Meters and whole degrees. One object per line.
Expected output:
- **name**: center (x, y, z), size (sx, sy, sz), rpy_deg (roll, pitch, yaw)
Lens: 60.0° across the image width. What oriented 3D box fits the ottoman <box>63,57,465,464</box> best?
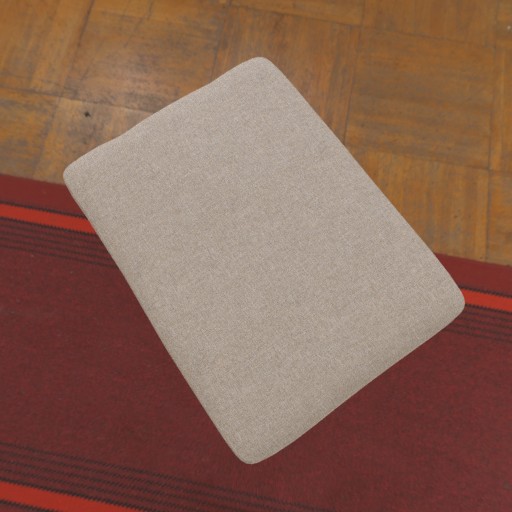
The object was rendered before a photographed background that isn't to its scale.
- **ottoman**: center (0.000, 0.000, 1.310), size (0.677, 0.519, 0.898), rpy_deg (-34, 77, -9)
